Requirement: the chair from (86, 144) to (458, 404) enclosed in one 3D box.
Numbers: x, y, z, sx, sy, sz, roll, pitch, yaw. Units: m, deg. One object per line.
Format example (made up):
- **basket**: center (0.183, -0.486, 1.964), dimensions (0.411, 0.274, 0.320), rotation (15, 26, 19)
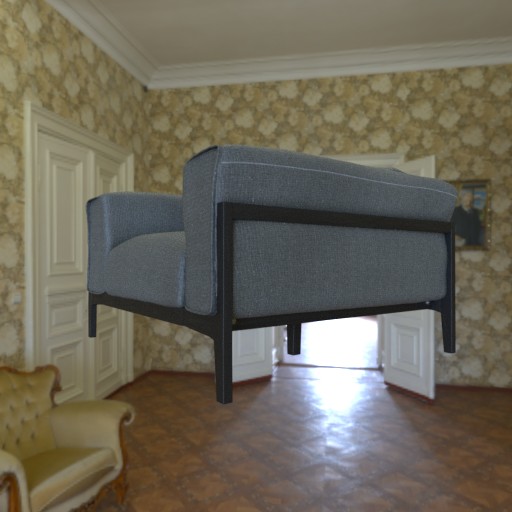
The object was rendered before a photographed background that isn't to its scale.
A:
- **chair**: center (0.000, 0.000, 1.632), dimensions (0.969, 0.646, 1.056), rotation (0, -1, -36)
